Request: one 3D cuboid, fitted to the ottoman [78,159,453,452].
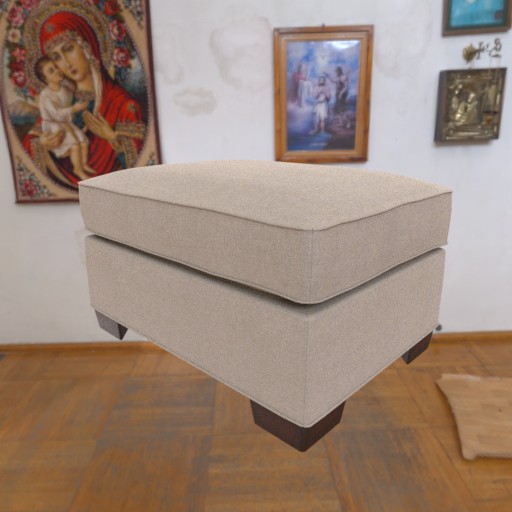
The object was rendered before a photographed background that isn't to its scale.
[{"bbox_3d":[0.000,0.000,1.245,0.846,0.503,0.617,15,23,41],"label":"ottoman"}]
